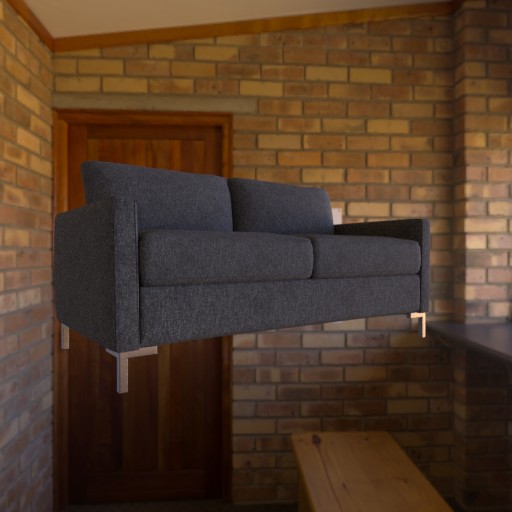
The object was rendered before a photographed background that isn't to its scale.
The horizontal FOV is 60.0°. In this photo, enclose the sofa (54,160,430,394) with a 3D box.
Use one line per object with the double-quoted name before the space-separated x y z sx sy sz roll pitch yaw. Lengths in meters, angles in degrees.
"sofa" 0.000 0.000 2.197 1.716 0.862 0.866 0 0 -35
